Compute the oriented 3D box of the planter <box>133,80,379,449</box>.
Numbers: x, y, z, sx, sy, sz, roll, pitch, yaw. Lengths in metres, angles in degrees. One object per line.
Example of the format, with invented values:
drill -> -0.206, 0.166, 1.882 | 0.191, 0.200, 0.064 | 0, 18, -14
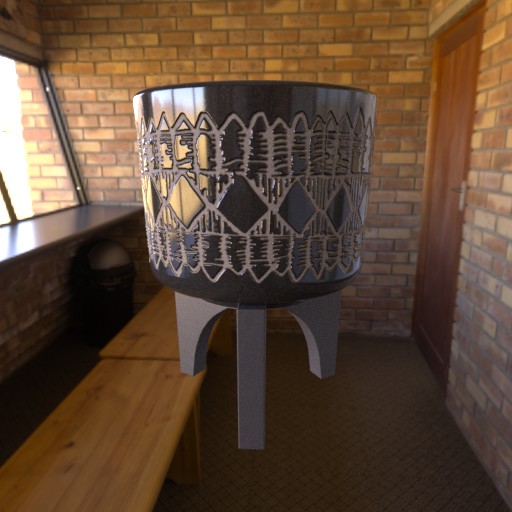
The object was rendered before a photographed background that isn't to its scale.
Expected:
planter -> 0.000, 0.000, 0.393 | 0.196, 0.264, 0.196 | -7, 14, -27
